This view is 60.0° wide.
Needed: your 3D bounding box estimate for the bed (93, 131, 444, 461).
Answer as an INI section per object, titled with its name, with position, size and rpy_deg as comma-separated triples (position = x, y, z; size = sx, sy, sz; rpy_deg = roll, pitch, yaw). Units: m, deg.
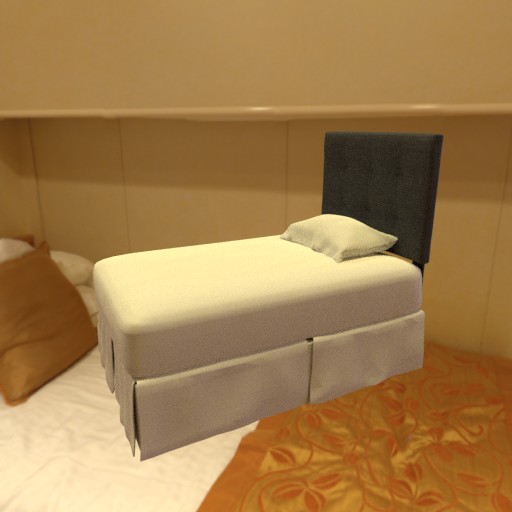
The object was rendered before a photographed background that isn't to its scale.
[bed]
position = 0.000, 0.000, 2.935
size = 1.997, 1.571, 1.261
rpy_deg = -8, 18, -26
